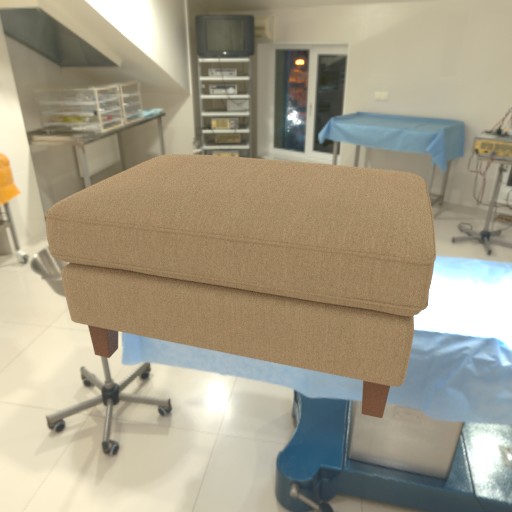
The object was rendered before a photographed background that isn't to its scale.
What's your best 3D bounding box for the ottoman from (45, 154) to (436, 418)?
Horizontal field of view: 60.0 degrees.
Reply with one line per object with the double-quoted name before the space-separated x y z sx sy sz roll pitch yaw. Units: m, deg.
"ottoman" 0.000 0.000 1.317 0.945 0.521 0.636 8 27 16
